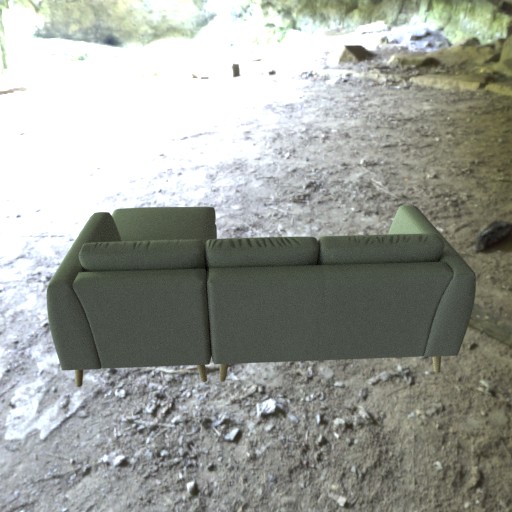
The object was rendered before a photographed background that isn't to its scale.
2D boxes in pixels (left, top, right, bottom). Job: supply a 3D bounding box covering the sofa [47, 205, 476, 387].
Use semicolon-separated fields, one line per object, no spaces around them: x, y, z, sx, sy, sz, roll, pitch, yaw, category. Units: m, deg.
0.000;0.000;3.074;2.300;0.860;1.580;-2;31;-3;sofa
